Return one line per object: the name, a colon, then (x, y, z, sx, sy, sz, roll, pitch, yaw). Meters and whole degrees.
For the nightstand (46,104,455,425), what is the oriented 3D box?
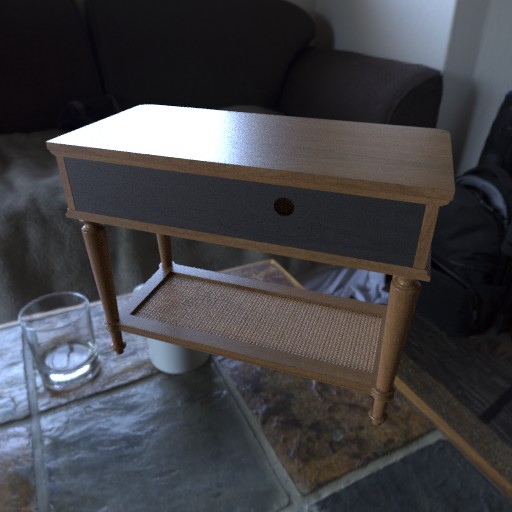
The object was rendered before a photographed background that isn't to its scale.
nightstand: (0.000, 0.000, 1.285, 0.914, 0.700, 0.432, 10, 33, 16)
